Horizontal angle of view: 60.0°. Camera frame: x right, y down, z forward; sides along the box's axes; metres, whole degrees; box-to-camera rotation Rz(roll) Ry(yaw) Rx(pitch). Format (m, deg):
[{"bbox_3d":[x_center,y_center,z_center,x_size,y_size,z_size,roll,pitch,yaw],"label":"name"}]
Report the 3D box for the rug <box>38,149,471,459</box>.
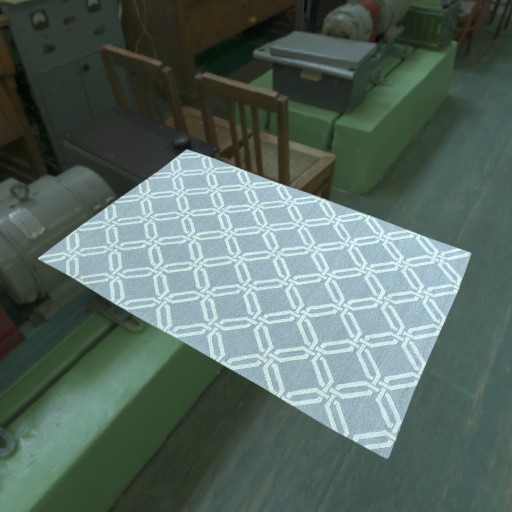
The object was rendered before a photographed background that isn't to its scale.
[{"bbox_3d":[0.000,0.000,2.121,1.754,0.010,1.148,24,50,22],"label":"rug"}]
